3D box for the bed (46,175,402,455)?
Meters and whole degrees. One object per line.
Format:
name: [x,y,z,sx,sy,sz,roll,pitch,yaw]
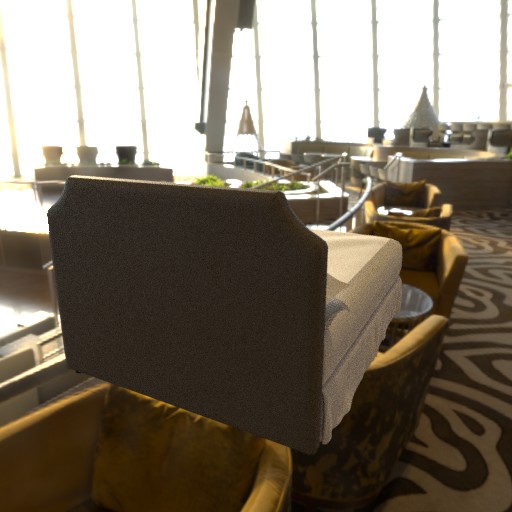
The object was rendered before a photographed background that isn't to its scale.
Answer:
bed: [0.000,0.000,3.901,2.194,1.561,2.536,9,19,27]
